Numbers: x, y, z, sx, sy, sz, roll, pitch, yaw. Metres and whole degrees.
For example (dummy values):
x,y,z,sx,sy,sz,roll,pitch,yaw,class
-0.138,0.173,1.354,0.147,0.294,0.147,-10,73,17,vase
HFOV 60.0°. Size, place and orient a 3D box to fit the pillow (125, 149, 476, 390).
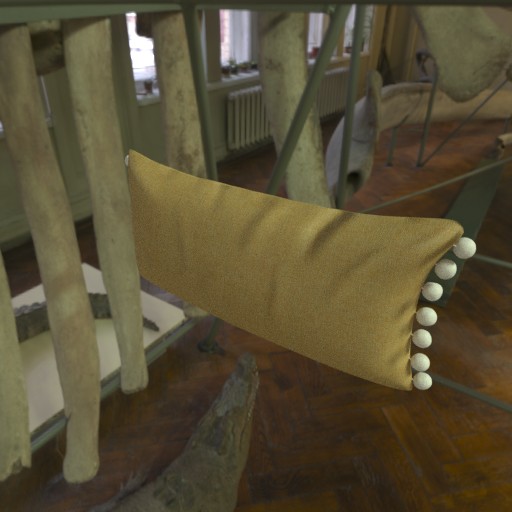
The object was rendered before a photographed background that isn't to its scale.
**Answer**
x,y,z,sx,sy,sz,roll,pitch,yaw,class
0.000,0.000,0.829,0.709,0.322,0.201,20,36,30,pillow
